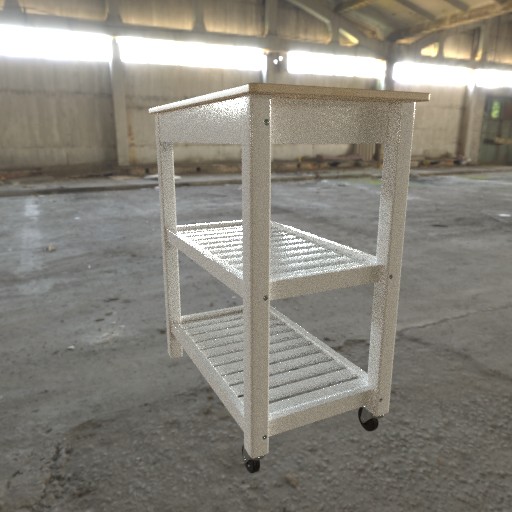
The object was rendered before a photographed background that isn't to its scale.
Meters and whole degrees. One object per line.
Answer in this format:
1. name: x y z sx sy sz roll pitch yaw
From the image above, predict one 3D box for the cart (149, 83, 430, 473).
1. cart: 0.000 0.000 1.421 0.457 0.927 0.899 -7 16 -25
